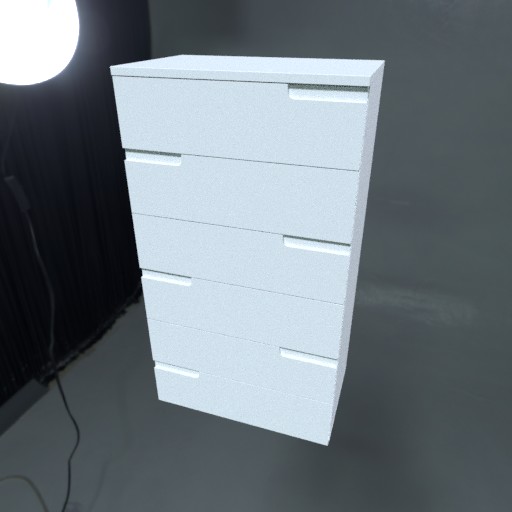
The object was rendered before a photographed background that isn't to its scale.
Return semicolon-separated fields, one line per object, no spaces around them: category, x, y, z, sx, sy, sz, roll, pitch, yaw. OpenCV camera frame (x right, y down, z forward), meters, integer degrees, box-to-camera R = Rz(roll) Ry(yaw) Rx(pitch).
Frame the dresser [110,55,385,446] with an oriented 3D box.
dresser;0.000;0.000;1.486;0.650;1.190;0.400;9;30;16
